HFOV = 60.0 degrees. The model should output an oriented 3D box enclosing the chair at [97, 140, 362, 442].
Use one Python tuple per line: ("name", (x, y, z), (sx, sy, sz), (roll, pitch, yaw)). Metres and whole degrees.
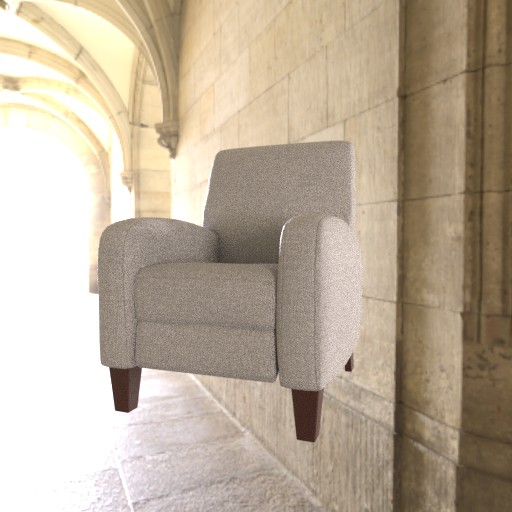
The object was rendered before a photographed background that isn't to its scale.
("chair", (0.000, 0.000, 1.707), (0.762, 0.990, 0.990), (1, 2, 20))
